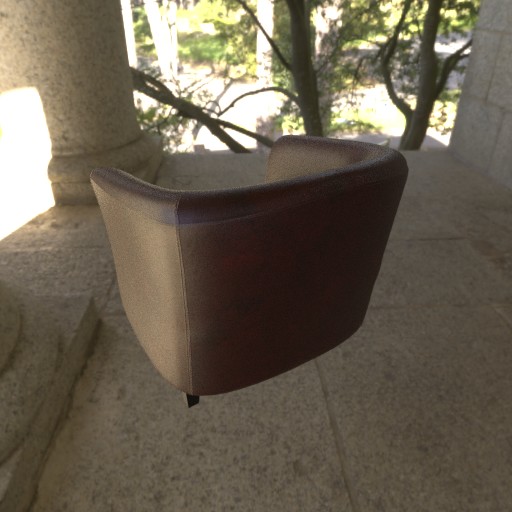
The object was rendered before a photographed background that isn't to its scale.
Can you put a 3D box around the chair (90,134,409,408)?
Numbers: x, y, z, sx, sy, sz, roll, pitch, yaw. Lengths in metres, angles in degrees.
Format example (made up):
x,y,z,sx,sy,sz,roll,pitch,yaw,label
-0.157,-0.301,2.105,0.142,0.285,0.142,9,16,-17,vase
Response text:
x,y,z,sx,sy,sz,roll,pitch,yaw,label
0.000,0.000,1.409,0.792,0.756,0.727,-18,35,-28,chair
